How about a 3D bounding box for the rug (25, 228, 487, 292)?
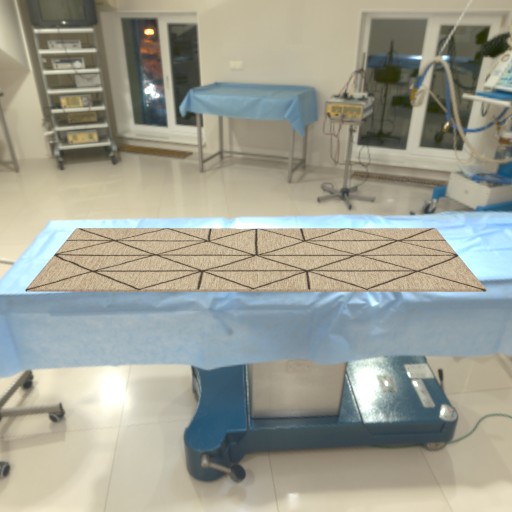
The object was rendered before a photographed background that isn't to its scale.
[{"bbox_3d":[0.000,0.000,2.671,2.438,0.012,0.762,0,29,0],"label":"rug"}]
